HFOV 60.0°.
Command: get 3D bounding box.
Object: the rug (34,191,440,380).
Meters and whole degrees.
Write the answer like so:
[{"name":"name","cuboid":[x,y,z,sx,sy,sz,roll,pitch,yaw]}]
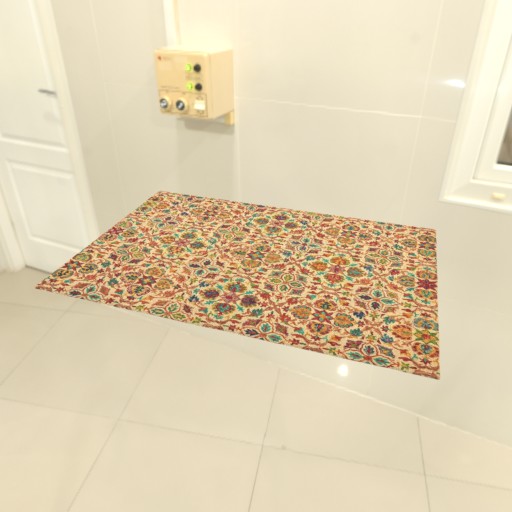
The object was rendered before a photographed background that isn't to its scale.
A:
[{"name":"rug","cuboid":[0.000,0.000,2.373,1.838,0.013,1.226,10,33,16]}]
